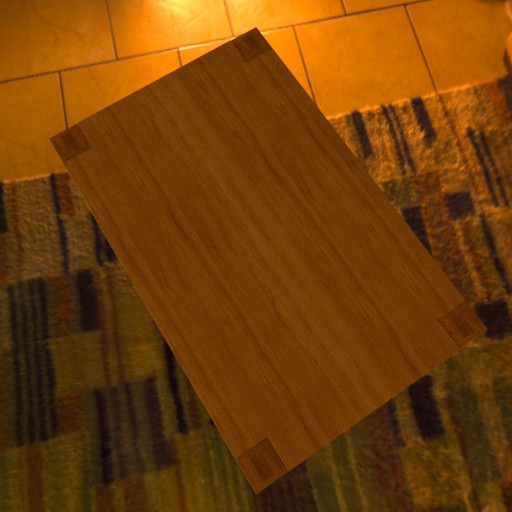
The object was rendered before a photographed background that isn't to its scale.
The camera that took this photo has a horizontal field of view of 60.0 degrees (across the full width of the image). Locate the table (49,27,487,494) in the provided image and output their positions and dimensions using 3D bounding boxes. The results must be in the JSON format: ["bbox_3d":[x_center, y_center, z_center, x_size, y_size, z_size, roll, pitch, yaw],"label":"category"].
[{"bbox_3d":[0.000,0.000,1.898,0.900,0.760,1.400,-32,78,-8],"label":"table"}]
